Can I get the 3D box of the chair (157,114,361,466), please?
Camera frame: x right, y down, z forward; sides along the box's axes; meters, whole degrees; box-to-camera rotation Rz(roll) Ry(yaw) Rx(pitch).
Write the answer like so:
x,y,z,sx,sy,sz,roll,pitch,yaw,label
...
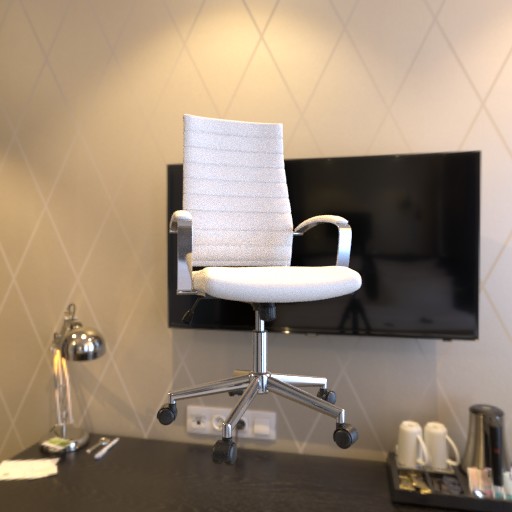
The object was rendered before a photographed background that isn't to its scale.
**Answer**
x,y,z,sx,sy,sz,roll,pitch,yaw,label
0.000,0.000,1.569,0.679,1.149,0.679,0,0,-18,chair
